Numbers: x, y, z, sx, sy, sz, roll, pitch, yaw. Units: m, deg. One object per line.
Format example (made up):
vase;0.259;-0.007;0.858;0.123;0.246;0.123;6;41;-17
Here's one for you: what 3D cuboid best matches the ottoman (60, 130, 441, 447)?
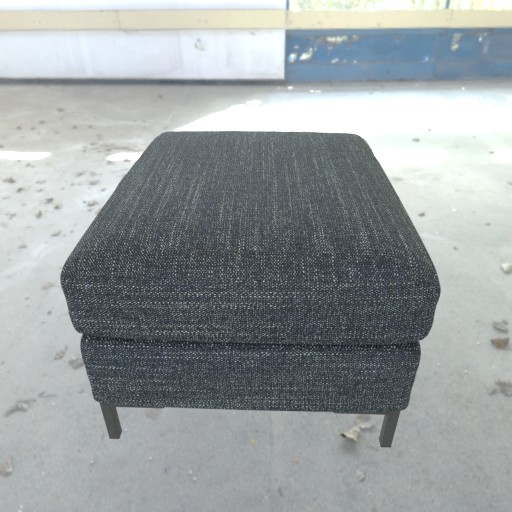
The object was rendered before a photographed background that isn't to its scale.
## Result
ottoman;0.000;0.000;1.164;0.667;0.491;0.814;1;33;2
